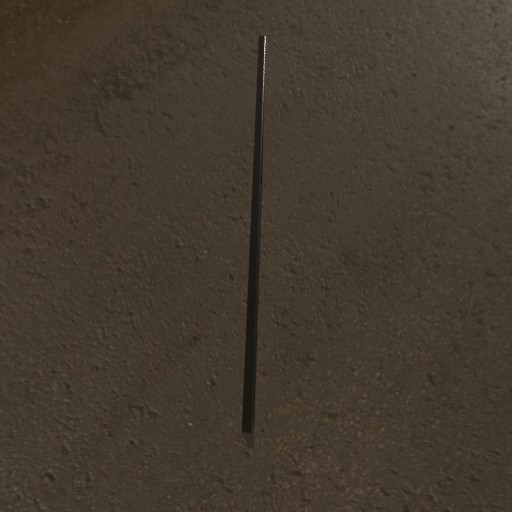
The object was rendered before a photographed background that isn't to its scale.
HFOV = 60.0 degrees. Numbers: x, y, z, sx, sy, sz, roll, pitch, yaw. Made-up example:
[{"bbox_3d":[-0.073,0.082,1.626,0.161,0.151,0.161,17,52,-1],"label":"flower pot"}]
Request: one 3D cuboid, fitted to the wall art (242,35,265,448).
[{"bbox_3d":[0.000,0.000,1.054,0.015,0.552,0.819,2,65,1],"label":"wall art"}]
